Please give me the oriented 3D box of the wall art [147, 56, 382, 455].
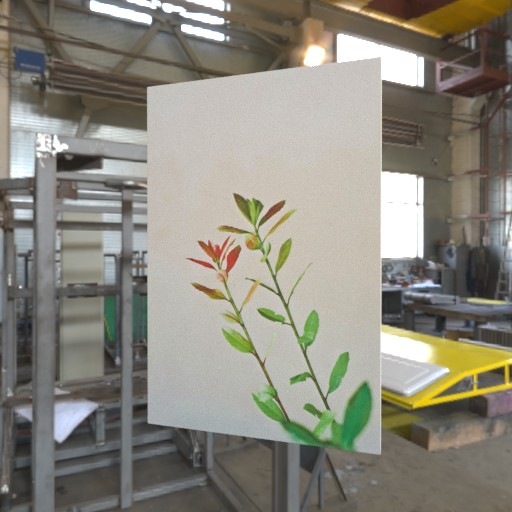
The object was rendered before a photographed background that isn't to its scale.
[{"bbox_3d":[0.000,0.000,1.406,0.764,1.143,0.038,0,0,18],"label":"wall art"}]
